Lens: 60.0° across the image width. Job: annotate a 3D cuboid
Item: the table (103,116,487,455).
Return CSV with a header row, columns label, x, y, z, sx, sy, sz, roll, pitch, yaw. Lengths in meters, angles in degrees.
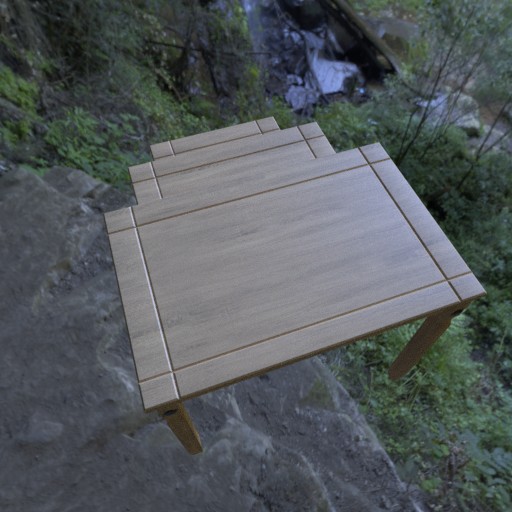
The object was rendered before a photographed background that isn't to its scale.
label,x,y,z,sx,sy,sz,roll,pitch,yaw
table,0.000,0.000,1.204,0.660,0.535,0.773,-16,59,-10
